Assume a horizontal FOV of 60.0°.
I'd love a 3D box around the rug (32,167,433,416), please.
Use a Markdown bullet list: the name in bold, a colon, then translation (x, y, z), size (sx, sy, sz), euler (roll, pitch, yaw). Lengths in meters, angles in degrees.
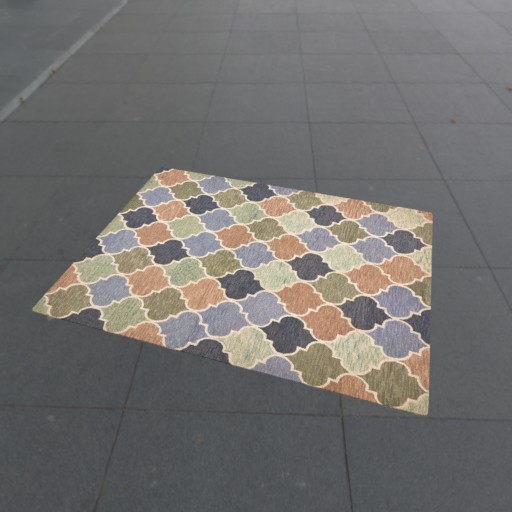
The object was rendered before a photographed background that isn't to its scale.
- **rug**: translation (0.000, 0.000, 4.229), size (3.200, 0.013, 2.439), euler (12, 43, 13)
